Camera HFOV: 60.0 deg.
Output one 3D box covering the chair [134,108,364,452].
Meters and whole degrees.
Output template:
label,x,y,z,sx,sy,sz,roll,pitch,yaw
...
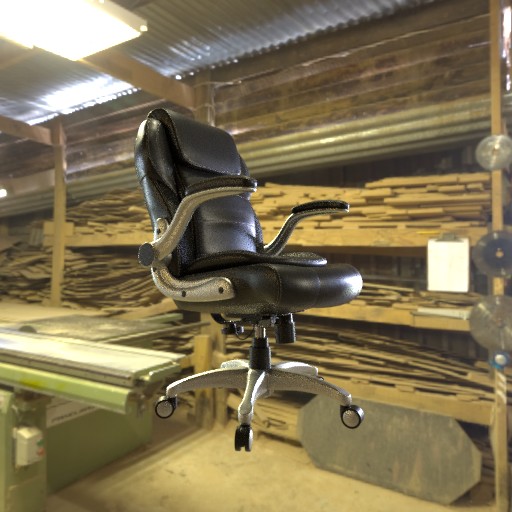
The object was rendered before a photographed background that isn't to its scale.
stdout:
label,x,y,z,sx,sy,sz,roll,pitch,yaw
chair,0.000,0.000,1.660,0.801,1.141,0.724,-1,-1,36
